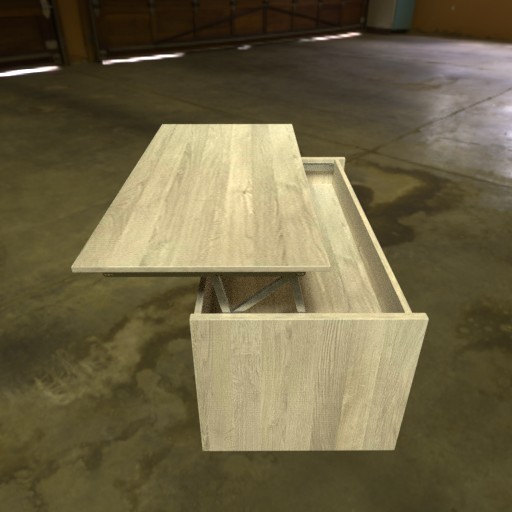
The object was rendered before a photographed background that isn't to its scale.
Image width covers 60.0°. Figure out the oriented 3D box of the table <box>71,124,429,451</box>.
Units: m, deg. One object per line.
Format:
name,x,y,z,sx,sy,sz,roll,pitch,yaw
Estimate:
table,0.000,0.000,1.422,0.712,0.570,1.000,0,32,0
